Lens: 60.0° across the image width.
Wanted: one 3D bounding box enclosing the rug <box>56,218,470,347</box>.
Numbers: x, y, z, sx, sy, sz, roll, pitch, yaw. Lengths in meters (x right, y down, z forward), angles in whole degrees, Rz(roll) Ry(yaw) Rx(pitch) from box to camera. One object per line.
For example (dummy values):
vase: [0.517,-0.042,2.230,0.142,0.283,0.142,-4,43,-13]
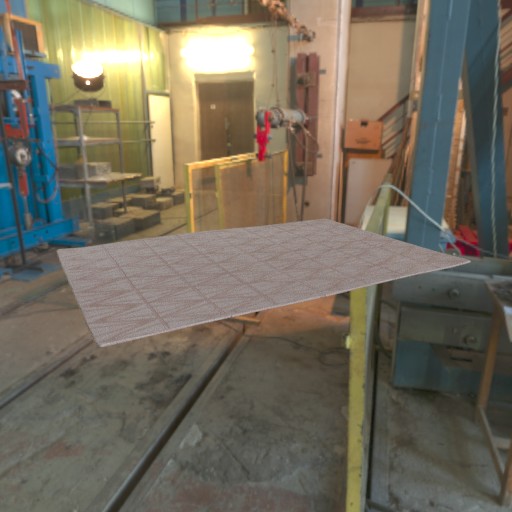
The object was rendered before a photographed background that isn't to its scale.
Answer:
rug: [0.000,0.000,2.344,1.837,0.025,1.230,-9,19,-28]
